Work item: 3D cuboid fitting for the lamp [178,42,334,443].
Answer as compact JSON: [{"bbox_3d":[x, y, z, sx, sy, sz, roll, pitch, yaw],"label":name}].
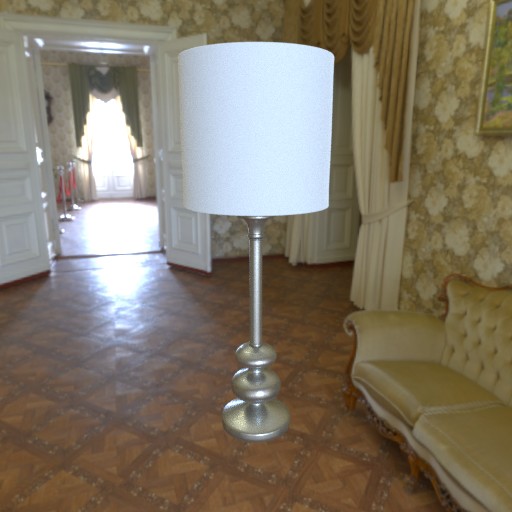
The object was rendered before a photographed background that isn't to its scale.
[{"bbox_3d":[0.000,0.000,0.808,0.254,0.690,0.254,7,16,25],"label":"lamp"}]
